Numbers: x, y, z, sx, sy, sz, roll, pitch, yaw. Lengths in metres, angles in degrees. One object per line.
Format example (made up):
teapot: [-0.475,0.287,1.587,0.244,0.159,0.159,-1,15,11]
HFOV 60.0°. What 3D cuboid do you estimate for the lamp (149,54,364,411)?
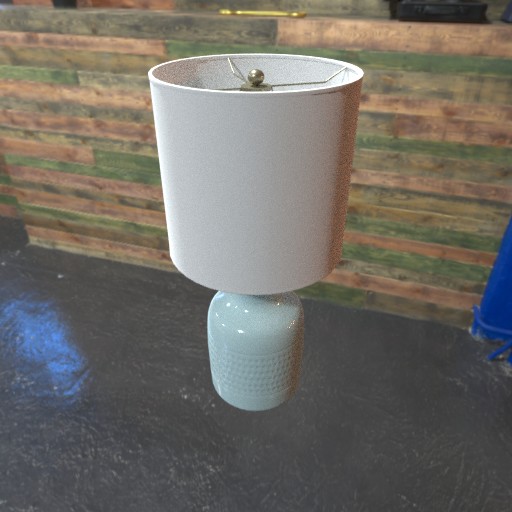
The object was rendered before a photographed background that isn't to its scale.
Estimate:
lamp: [0.000,0.000,1.108,0.418,0.871,0.418,11,34,16]
